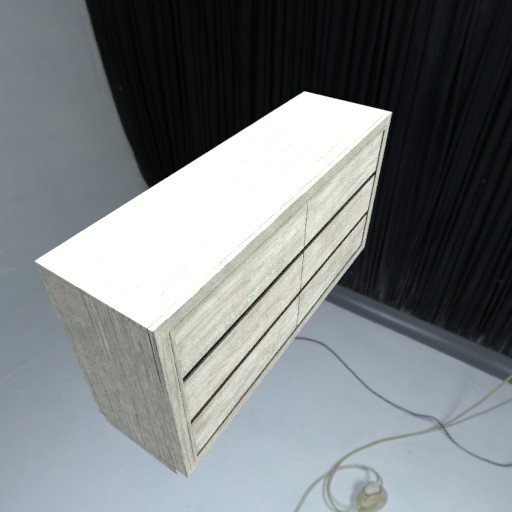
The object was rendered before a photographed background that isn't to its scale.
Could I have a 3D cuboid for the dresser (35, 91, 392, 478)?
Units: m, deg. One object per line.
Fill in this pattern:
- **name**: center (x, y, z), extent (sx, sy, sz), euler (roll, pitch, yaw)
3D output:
- **dresser**: center (0.000, 0.000, 2.006), extent (0.483, 0.889, 1.628), euler (24, 46, 25)
